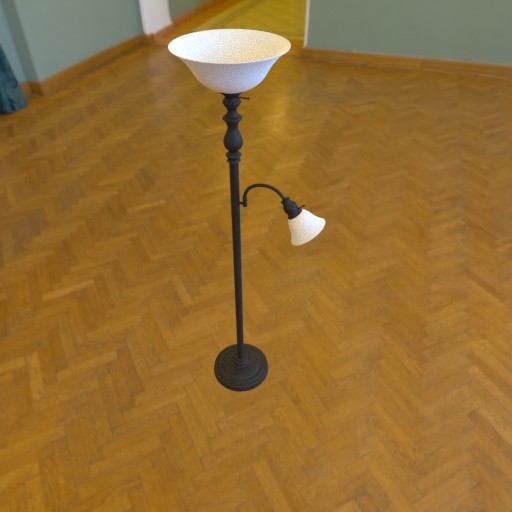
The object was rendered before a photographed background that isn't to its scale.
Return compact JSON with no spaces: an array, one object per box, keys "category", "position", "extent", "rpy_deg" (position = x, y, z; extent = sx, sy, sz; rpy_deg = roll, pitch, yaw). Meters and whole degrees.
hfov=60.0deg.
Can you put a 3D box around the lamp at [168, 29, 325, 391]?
[{"category":"lamp","position":[0.000,0.000,2.029],"extent":[0.588,1.793,0.405],"rpy_deg":[11,41,13]}]
